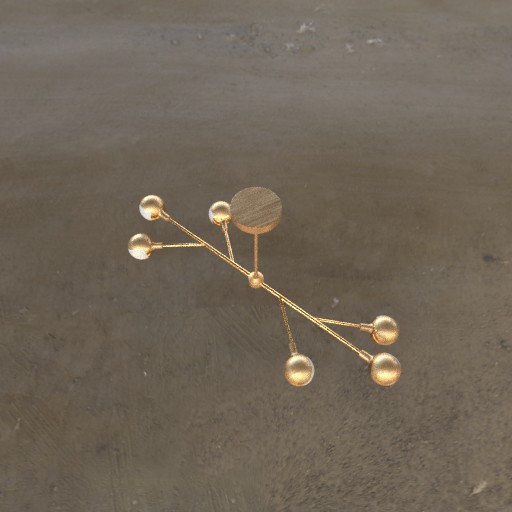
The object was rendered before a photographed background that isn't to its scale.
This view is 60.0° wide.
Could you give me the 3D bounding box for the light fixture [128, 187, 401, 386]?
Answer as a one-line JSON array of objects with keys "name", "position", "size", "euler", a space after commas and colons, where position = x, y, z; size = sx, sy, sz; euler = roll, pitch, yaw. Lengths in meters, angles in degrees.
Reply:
[{"name": "light fixture", "position": [0.000, 0.000, 1.018], "size": [0.434, 0.362, 0.778], "euler": [-31, 63, -18]}]
